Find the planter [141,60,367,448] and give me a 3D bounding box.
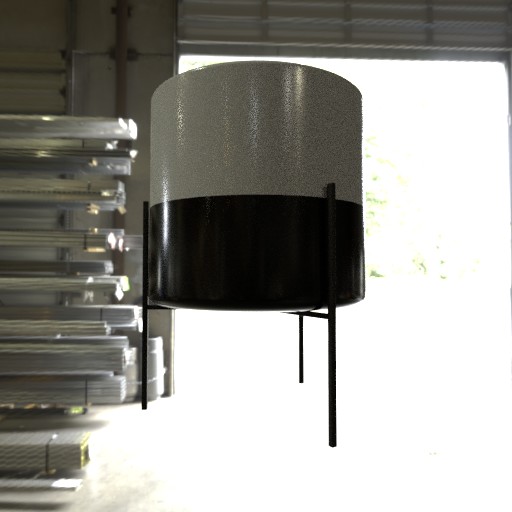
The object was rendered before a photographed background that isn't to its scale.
[{"bbox_3d":[0.000,0.000,0.631,0.310,0.432,0.310,1,-2,-16],"label":"planter"}]
